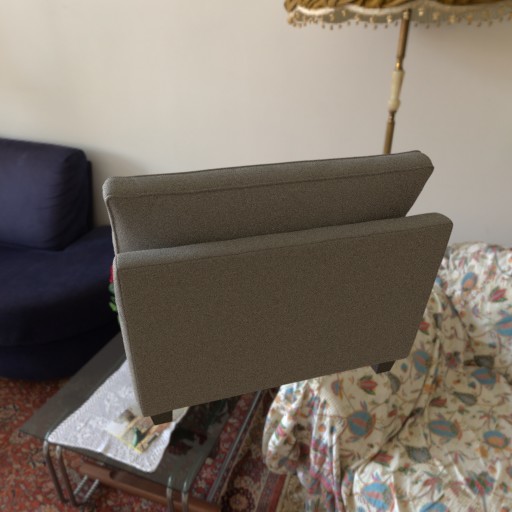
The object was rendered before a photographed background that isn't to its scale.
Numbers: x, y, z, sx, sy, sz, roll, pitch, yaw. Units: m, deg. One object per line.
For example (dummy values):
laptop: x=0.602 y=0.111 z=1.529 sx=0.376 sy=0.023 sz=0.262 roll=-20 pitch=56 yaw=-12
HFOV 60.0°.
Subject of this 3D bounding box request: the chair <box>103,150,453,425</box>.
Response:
chair: x=0.000 y=0.000 z=2.016 sx=1.220 sy=1.016 sz=1.040 roll=-8 pitch=29 yaw=-15
